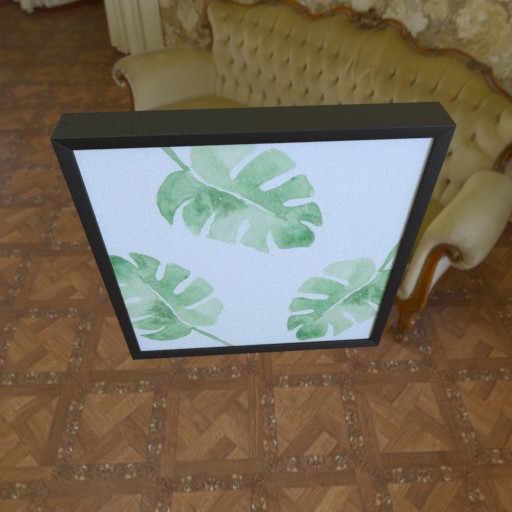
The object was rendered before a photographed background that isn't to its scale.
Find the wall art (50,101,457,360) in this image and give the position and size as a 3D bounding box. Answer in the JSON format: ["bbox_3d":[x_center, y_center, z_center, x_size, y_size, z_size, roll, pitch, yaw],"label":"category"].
[{"bbox_3d":[0.000,0.000,0.452,0.304,0.304,0.038,-3,46,-3],"label":"wall art"}]
